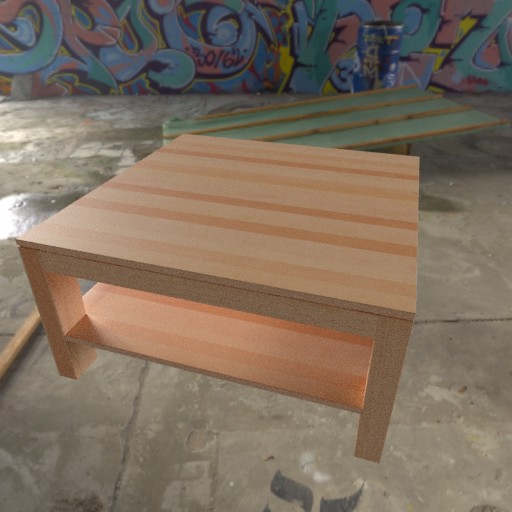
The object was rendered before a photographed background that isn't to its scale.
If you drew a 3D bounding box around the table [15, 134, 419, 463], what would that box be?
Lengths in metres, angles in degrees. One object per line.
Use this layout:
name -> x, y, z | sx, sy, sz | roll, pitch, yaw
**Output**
table -> 0.000, 0.000, 1.405 | 0.900, 0.450, 0.900 | 10, 33, 15
